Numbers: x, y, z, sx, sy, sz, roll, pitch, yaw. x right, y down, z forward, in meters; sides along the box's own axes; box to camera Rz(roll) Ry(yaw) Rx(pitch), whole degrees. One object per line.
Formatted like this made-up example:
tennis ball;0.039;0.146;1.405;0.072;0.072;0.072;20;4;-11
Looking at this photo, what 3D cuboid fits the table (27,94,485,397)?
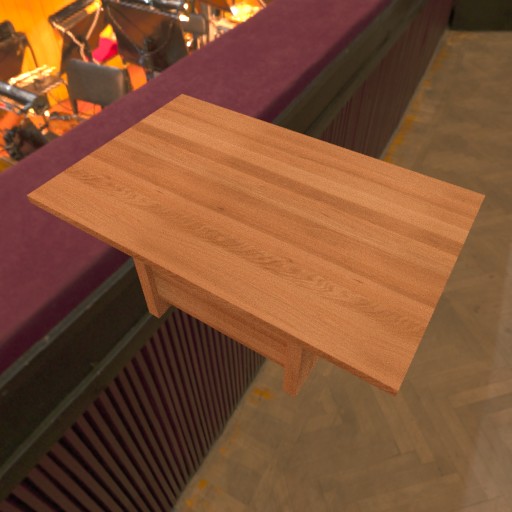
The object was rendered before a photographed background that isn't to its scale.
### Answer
table;0.000;0.000;1.447;1.100;0.510;0.700;25;52;21
